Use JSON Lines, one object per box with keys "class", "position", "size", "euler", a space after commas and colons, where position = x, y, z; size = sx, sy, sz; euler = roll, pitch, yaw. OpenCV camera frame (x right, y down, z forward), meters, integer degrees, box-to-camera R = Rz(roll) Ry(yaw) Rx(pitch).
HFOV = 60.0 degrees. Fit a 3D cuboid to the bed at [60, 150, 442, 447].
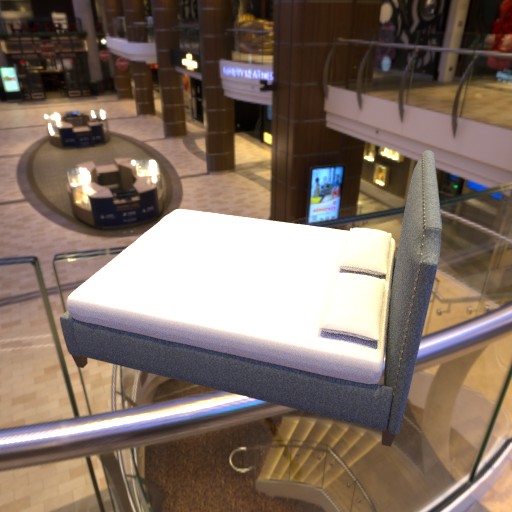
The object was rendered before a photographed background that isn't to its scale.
{"class": "bed", "position": [0.000, 0.000, 3.353], "size": [2.372, 1.443, 1.712], "euler": [9, 30, 16]}
